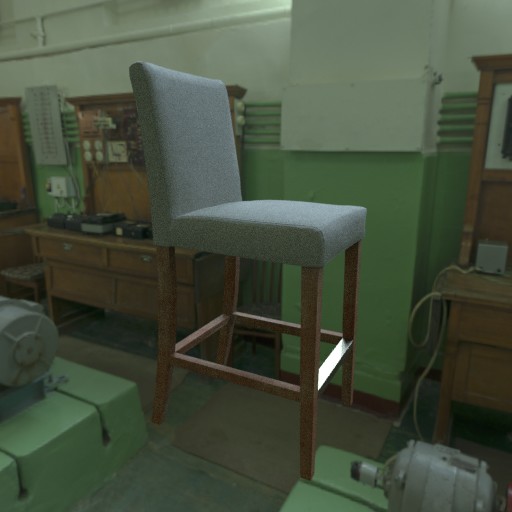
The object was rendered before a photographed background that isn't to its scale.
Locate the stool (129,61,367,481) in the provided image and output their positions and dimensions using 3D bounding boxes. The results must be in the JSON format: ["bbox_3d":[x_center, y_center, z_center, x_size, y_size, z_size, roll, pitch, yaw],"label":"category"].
[{"bbox_3d":[0.000,0.000,1.359,0.570,1.088,0.439,7,16,26],"label":"stool"}]
